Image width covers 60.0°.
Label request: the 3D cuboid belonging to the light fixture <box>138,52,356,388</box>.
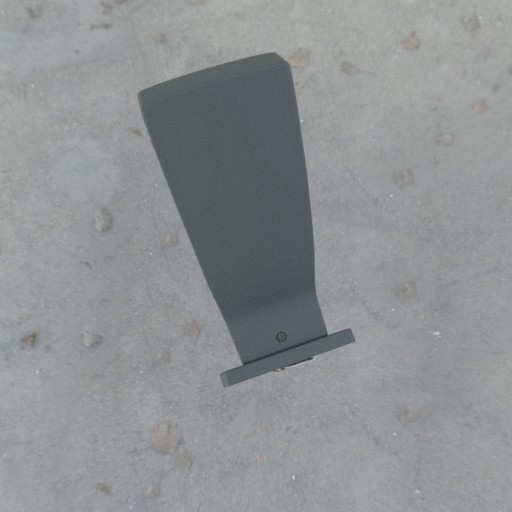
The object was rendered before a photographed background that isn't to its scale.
[{"bbox_3d":[0.000,0.000,0.330,0.108,0.243,0.174,-18,76,-5],"label":"light fixture"}]
